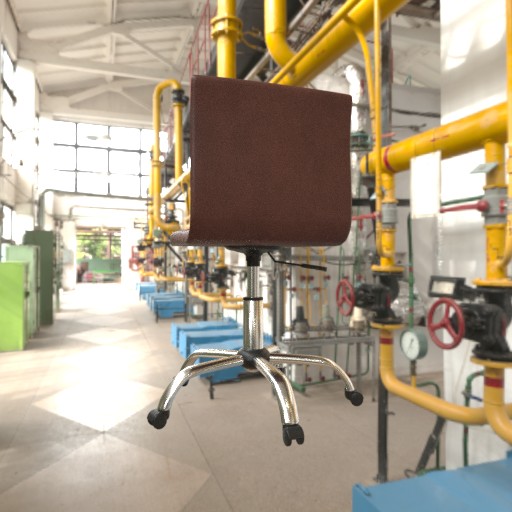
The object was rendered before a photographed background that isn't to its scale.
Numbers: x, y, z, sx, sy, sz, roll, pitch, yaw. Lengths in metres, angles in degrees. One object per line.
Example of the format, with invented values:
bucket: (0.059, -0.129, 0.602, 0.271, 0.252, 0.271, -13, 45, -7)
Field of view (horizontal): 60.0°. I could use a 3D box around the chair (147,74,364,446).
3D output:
chair: (0.000, 0.000, 1.148, 0.556, 0.780, 0.530, 0, -1, -18)
